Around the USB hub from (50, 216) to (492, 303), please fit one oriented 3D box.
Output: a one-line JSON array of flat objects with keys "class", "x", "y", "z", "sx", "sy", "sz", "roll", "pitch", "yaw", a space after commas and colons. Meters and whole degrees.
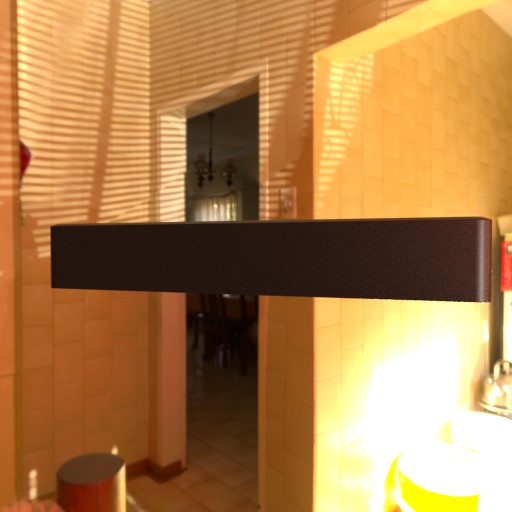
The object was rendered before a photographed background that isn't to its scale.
[{"class": "USB hub", "x": 0.000, "y": 0.000, "z": 0.158, "sx": 0.145, "sy": 0.023, "sz": 0.044, "roll": 0, "pitch": 1, "yaw": 17}]
